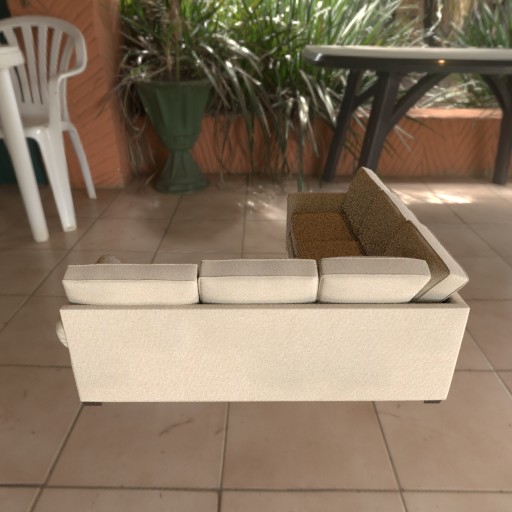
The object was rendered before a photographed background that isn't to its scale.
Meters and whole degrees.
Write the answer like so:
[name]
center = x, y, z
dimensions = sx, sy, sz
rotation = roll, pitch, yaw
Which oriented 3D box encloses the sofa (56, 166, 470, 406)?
[sofa]
center = 0.000, 0.000, 3.874
dimensions = 2.569, 1.054, 2.487
rotation = 0, 27, -1
